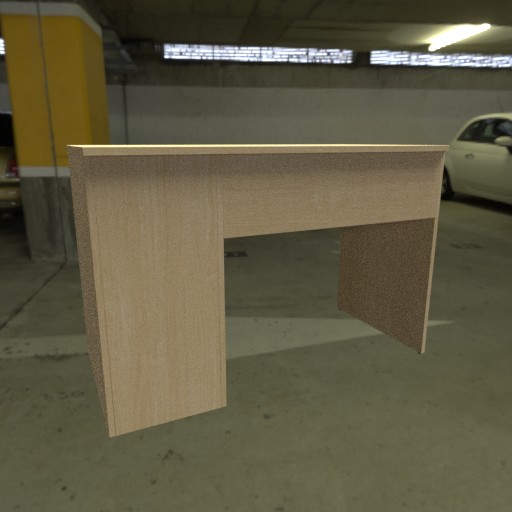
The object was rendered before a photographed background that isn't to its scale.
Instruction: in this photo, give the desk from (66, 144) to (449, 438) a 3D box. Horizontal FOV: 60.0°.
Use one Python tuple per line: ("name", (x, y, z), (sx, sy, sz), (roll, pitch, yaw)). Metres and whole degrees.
("desk", (0.000, 0.000, 1.516), (1.097, 0.735, 0.560), (-7, 16, -25))
